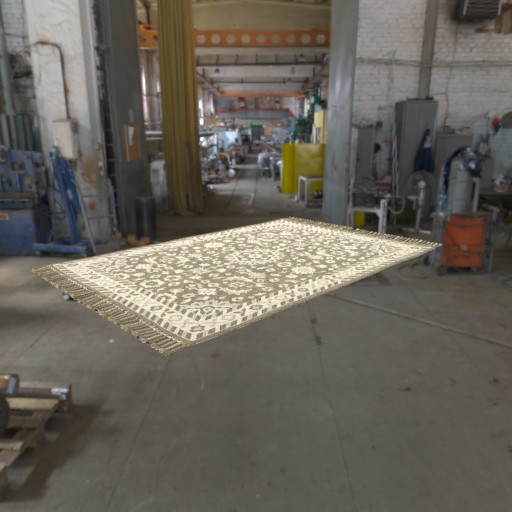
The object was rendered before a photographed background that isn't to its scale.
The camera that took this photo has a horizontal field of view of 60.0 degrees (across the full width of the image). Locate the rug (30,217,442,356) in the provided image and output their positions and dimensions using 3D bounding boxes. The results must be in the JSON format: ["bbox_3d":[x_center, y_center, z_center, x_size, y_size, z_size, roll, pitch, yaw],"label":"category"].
[{"bbox_3d":[0.000,0.000,3.015,2.431,0.025,1.530,-15,22,-42],"label":"rug"}]
